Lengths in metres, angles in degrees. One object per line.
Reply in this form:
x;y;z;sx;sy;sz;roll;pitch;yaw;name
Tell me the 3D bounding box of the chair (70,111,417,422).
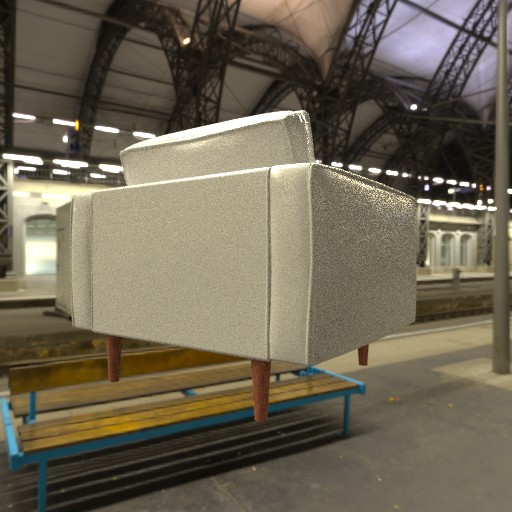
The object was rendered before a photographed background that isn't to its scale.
0.000;0.000;1.515;0.928;0.773;0.843;0;0;35;chair
